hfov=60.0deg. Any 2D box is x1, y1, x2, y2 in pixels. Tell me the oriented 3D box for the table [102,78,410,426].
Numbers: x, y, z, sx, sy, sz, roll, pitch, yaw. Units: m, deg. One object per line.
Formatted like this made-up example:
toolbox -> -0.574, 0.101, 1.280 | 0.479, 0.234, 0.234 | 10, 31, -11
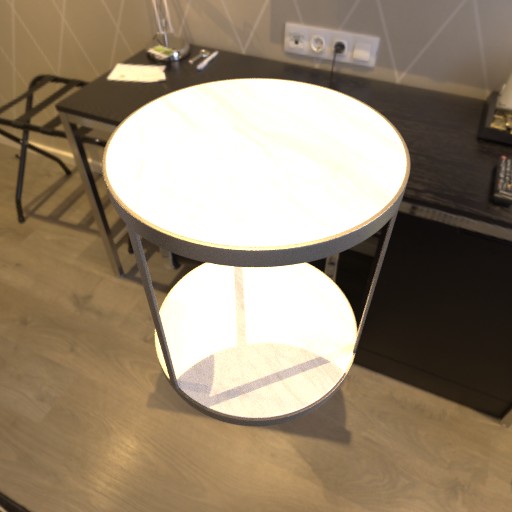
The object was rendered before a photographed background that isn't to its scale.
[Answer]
table -> 0.000, 0.000, 0.828 | 0.445, 0.479, 0.445 | 0, 46, 0
